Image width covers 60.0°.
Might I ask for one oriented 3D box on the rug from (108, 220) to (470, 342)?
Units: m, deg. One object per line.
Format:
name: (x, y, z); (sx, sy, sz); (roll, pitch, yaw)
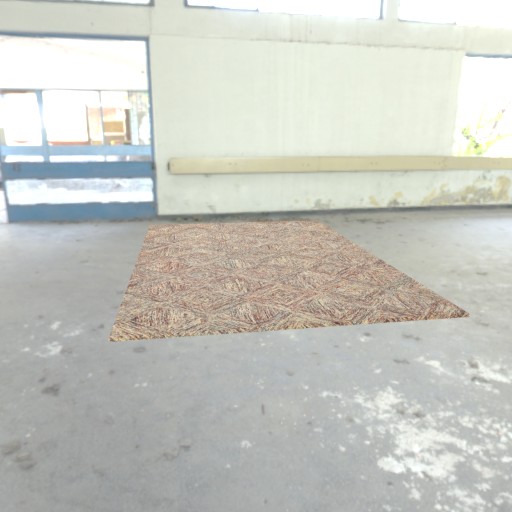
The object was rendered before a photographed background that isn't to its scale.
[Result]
rug: (0.000, 0.000, 2.906); (1.523, 0.019, 2.285); (-2, 15, -9)
